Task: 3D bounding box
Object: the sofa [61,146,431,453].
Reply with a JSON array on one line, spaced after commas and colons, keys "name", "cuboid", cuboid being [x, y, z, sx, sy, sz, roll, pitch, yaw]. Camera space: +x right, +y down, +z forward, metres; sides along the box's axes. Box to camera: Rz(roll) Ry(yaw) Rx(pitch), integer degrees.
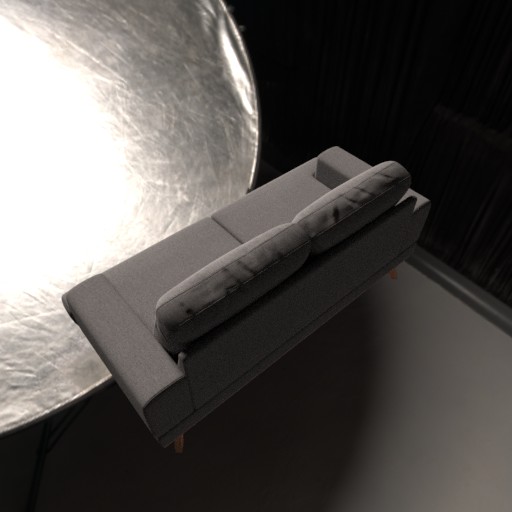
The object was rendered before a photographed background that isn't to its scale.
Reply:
[{"name": "sofa", "cuboid": [0.000, 0.000, 2.119, 1.650, 0.810, 0.785, -32, 55, -26]}]
